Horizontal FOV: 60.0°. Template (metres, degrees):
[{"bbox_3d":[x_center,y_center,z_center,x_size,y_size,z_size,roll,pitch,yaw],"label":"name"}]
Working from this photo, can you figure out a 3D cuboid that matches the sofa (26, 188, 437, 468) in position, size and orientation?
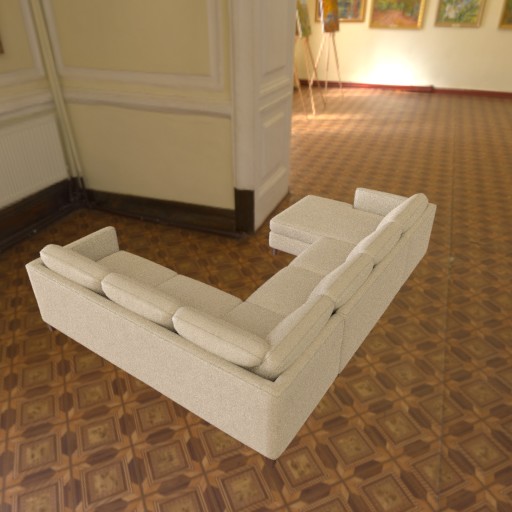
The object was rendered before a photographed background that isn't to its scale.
[{"bbox_3d":[0.000,0.000,4.361,2.551,0.853,3.238,19,36,29],"label":"sofa"}]
